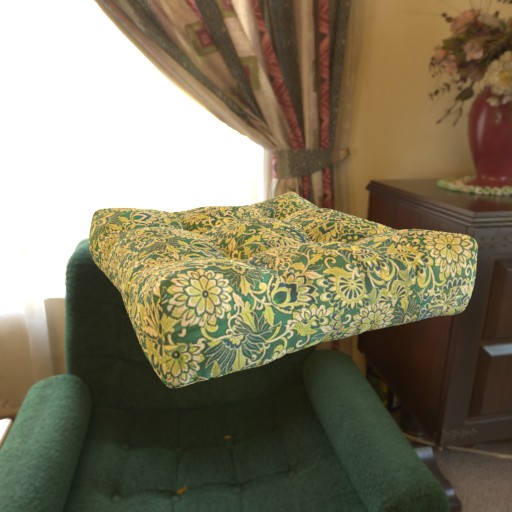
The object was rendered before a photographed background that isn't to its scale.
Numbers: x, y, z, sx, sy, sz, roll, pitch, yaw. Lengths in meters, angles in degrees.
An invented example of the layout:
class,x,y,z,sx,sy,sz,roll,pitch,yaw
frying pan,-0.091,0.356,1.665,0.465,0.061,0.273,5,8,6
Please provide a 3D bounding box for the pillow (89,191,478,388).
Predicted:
class,x,y,z,sx,sy,sz,roll,pitch,yaw
pillow,0.000,0.000,0.721,0.468,0.128,0.490,-8,18,-26
